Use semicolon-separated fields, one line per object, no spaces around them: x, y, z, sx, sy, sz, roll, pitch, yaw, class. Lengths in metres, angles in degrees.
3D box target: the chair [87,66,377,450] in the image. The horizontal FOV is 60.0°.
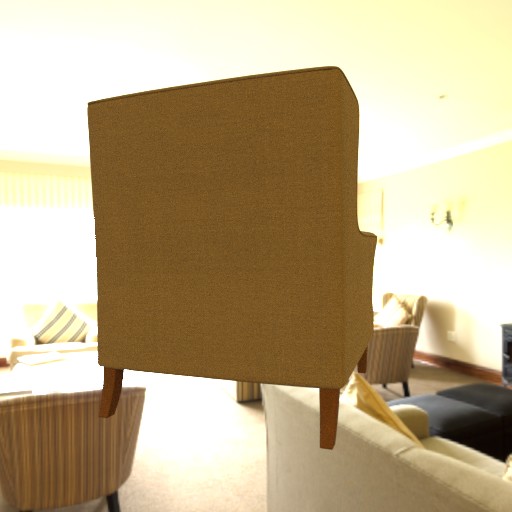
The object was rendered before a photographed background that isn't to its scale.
0.000;0.000;1.756;0.866;1.056;1.040;0;-1;19;chair
